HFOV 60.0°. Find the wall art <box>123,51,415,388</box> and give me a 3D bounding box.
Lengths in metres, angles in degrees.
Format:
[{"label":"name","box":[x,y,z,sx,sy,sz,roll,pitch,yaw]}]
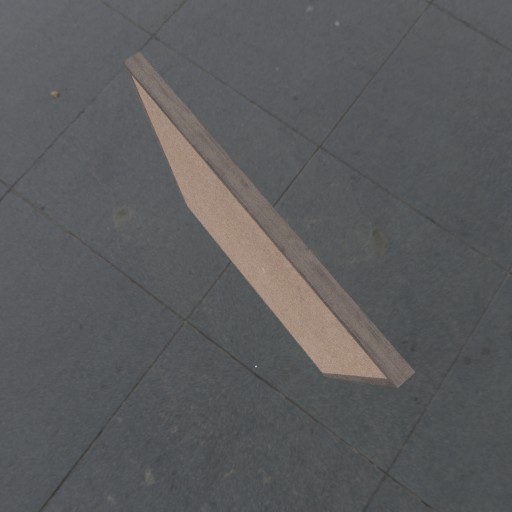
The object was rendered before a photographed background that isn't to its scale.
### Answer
[{"label":"wall art","box":[0.000,0.000,1.142,0.038,0.762,0.762,-38,79,-9]}]
